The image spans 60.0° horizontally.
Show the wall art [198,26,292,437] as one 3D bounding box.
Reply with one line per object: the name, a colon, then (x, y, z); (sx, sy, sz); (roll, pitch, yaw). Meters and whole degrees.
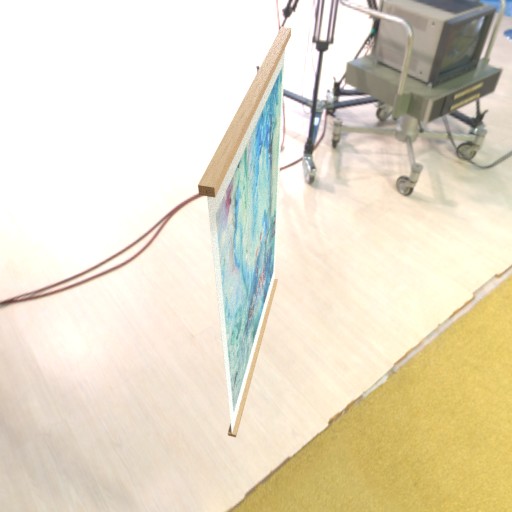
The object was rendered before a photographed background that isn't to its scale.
wall art: (0.000, 0.000, 0.771); (0.016, 0.611, 0.401); (10, 48, 9)
